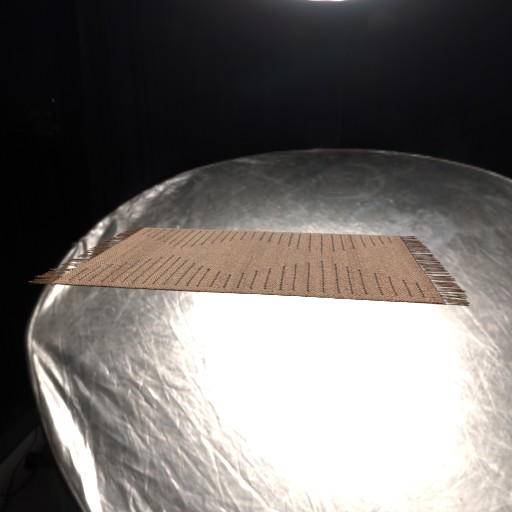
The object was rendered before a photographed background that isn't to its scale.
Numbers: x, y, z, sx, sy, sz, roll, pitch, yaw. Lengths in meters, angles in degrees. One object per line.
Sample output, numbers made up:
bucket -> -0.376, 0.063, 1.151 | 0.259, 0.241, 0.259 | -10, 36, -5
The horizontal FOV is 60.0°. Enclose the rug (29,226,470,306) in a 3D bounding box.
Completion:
rug -> 0.000, 0.000, 2.597 | 2.085, 0.027, 1.224 | 2, 17, 8
